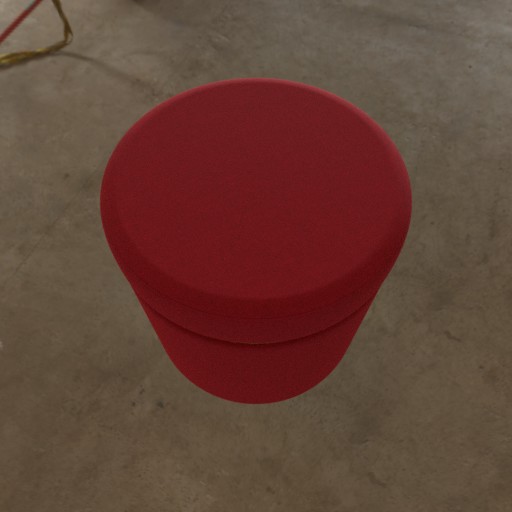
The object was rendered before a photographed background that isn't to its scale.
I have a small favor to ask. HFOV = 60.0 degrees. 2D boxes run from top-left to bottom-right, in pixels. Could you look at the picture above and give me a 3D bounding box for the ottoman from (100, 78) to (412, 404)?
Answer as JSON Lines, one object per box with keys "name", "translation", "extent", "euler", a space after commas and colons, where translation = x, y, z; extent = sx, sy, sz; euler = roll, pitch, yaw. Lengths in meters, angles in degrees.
{"name": "ottoman", "translation": [0.000, 0.000, 0.733], "extent": [0.400, 0.406, 0.400], "euler": [0, 59, 0]}
